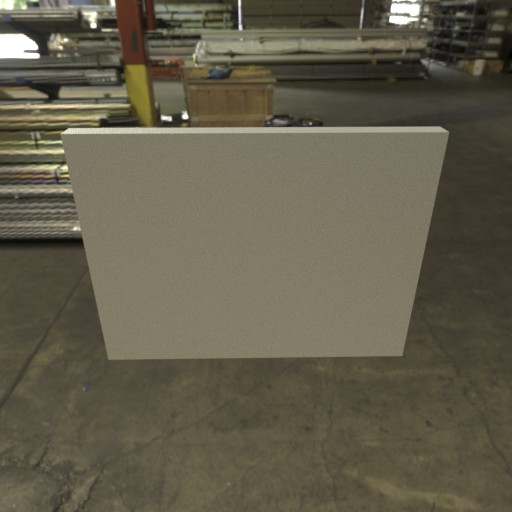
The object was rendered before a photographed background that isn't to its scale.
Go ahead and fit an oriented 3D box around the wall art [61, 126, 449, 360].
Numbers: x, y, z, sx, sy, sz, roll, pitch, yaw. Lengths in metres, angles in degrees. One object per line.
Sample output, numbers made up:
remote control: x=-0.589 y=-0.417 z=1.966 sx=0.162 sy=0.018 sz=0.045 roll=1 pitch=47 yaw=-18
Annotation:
wall art: x=0.000 y=0.000 z=1.428 sx=1.056 sy=0.801 sz=0.066 roll=-1 pitch=29 yaw=-1
